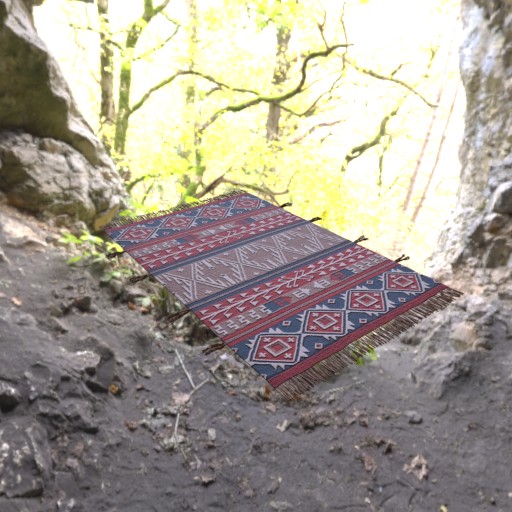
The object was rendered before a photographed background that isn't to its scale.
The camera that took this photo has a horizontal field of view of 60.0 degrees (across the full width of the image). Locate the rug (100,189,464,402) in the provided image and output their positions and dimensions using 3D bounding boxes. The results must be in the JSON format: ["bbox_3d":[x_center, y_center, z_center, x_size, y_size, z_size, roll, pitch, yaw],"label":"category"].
[{"bbox_3d":[0.000,0.000,2.705,1.469,0.040,2.025,-20,34,-32],"label":"rug"}]
